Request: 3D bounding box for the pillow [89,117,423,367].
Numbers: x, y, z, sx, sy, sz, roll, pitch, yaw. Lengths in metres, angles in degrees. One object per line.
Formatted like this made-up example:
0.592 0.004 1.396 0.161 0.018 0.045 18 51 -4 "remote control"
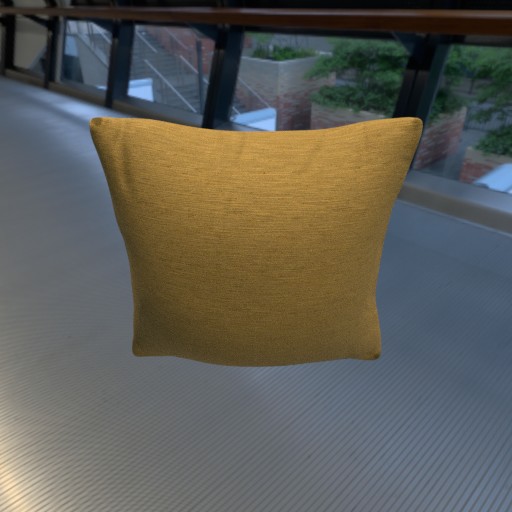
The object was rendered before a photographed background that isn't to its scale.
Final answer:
0.000 0.000 0.676 0.435 0.417 0.247 0 31 1 "pillow"
